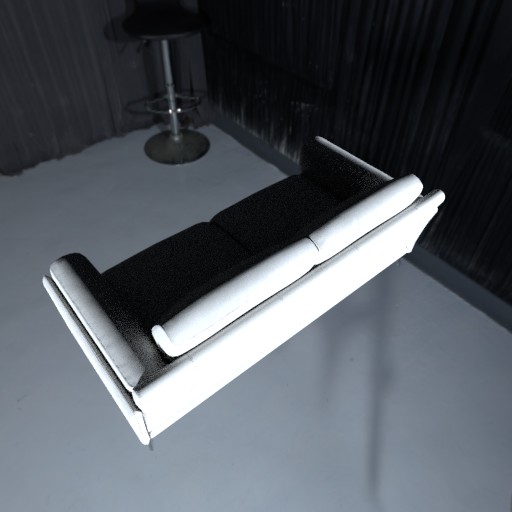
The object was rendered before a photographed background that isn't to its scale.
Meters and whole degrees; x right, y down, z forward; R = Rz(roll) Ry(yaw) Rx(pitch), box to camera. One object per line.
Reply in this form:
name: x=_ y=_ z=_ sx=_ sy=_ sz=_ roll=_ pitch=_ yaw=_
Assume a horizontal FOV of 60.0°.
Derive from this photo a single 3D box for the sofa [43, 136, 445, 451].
sofa: x=0.000 y=0.000 z=2.600 sx=2.101 sy=0.930 sz=1.049 roll=-31 pitch=53 yaw=-26
